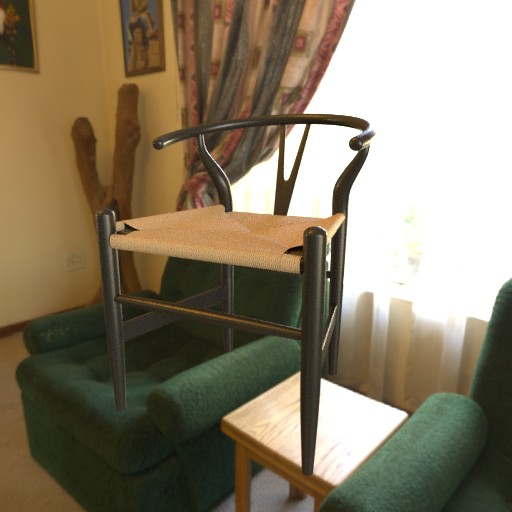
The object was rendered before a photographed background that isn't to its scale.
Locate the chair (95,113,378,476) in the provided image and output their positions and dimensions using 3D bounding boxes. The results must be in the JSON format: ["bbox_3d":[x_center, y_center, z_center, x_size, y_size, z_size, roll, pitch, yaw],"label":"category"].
[{"bbox_3d":[0.000,0.000,1.157,0.570,0.739,0.570,7,16,26],"label":"chair"}]
